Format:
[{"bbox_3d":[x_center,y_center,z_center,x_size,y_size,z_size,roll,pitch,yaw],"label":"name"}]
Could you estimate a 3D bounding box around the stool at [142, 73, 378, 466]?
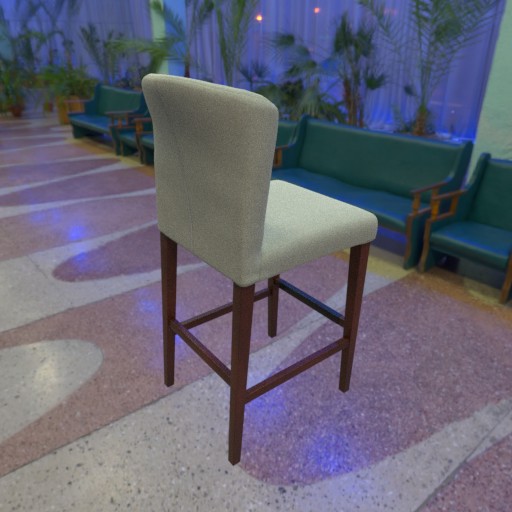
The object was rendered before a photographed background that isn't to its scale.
[{"bbox_3d":[0.000,0.000,1.375,0.568,1.069,0.479,-19,32,-33],"label":"stool"}]
